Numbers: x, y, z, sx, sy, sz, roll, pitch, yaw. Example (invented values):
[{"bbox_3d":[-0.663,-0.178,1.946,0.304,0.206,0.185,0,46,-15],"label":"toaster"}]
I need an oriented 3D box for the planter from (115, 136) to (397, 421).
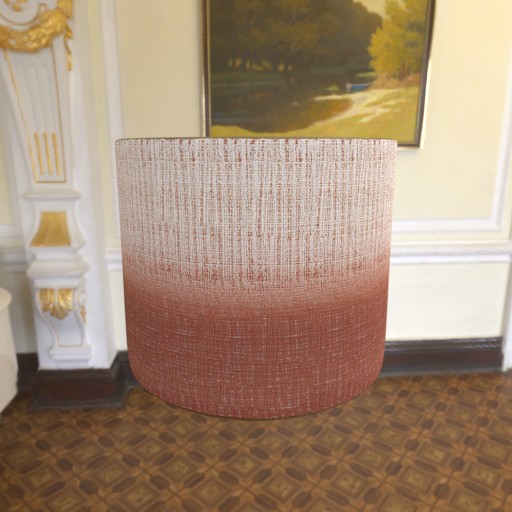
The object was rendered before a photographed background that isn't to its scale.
[{"bbox_3d":[0.000,0.000,0.434,0.254,0.221,0.254,0,14,0],"label":"planter"}]
